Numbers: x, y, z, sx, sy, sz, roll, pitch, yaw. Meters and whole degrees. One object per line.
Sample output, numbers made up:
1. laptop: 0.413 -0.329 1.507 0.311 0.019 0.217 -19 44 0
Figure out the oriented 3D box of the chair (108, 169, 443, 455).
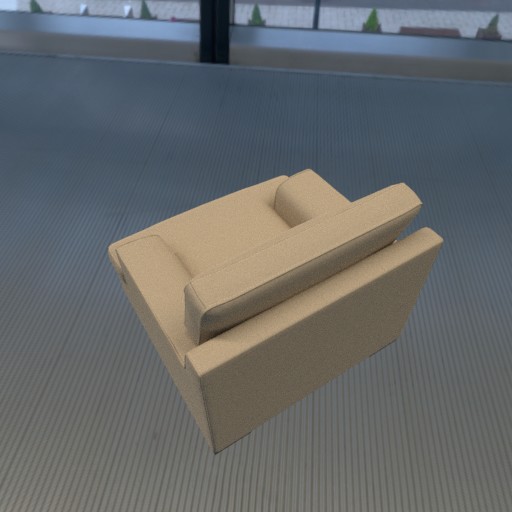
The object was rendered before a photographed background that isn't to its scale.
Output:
1. chair: 0.000 0.000 2.171 1.293 1.005 1.274 -32 55 -26
